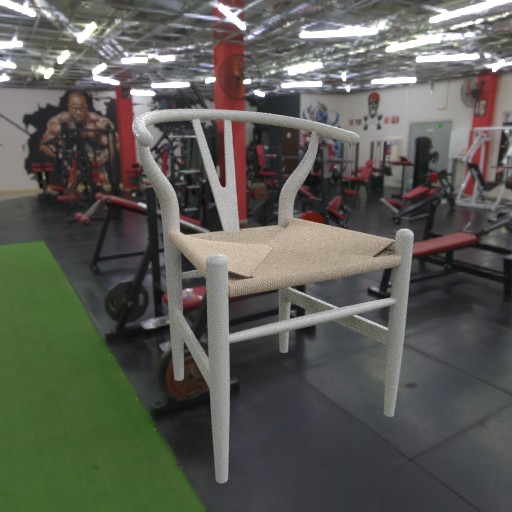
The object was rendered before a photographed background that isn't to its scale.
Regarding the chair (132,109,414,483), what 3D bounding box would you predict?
[{"bbox_3d":[0.000,0.000,1.115,0.569,0.730,0.579,-8,17,-27],"label":"chair"}]
